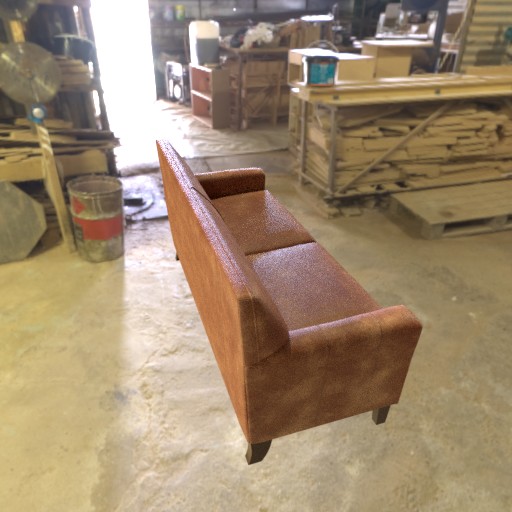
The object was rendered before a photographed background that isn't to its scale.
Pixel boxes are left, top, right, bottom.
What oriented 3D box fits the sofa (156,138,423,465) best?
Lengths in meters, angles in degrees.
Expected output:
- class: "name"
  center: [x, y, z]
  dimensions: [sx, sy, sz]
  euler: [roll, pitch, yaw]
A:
- class: "sofa"
  center: [0.000, 0.000, 2.594]
  dimensions: [0.805, 0.947, 2.053]
  euler: [-9, 31, -16]
